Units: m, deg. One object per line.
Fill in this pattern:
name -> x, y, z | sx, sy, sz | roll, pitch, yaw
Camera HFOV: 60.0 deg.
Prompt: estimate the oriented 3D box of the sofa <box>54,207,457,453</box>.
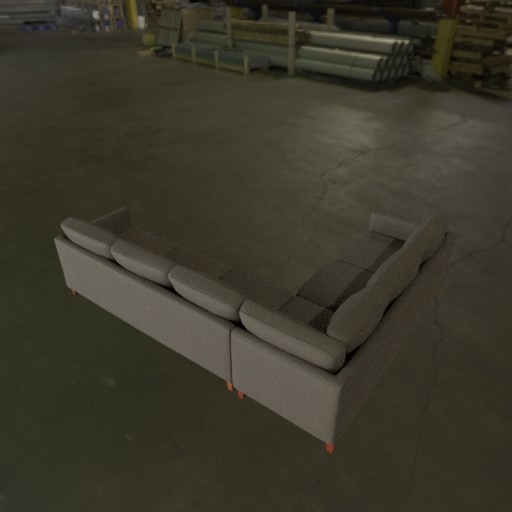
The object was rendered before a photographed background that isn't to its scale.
sofa -> 0.000, 0.000, 4.645 | 3.302, 0.947, 2.593 | 22, 38, 30
